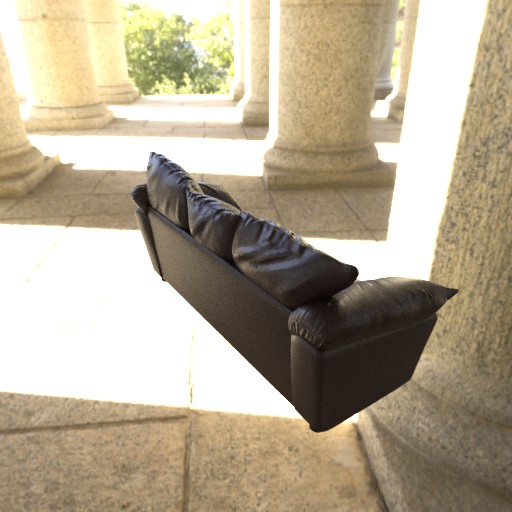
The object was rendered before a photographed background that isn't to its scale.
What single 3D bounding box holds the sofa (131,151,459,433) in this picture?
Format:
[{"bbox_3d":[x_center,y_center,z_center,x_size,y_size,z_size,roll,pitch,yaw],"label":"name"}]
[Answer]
[{"bbox_3d":[0.000,0.000,2.986,0.907,1.091,2.390,-17,31,-30],"label":"sofa"}]
